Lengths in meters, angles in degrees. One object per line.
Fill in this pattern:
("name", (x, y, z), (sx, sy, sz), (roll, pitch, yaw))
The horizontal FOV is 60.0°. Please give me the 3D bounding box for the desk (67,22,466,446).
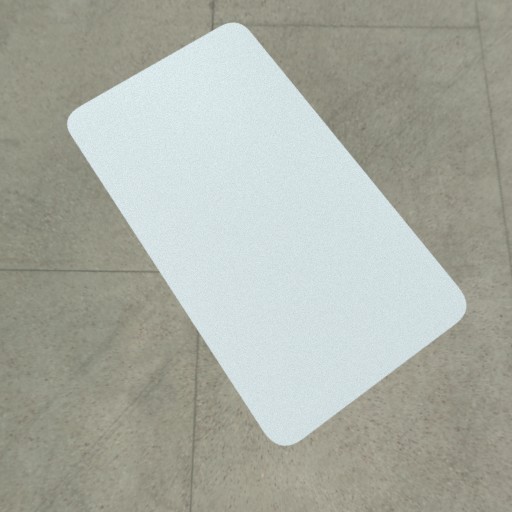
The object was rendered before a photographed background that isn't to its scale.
("desk", (0.000, 0.000, 1.239), (0.446, 0.760, 0.790), (-34, 78, -8))
